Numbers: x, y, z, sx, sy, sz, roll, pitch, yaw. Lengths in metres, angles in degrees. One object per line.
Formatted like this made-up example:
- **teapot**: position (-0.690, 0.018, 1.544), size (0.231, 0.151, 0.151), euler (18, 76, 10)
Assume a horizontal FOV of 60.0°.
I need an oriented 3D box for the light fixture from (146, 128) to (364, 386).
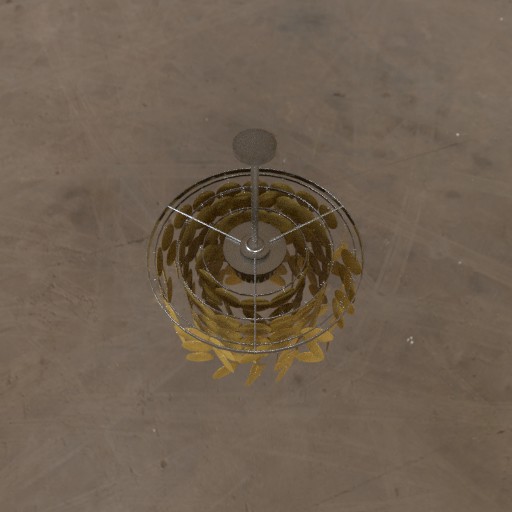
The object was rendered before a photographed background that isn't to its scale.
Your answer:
- **light fixture**: position (0.000, 0.000, 0.739), size (0.368, 0.492, 0.368), euler (0, 58, 0)
